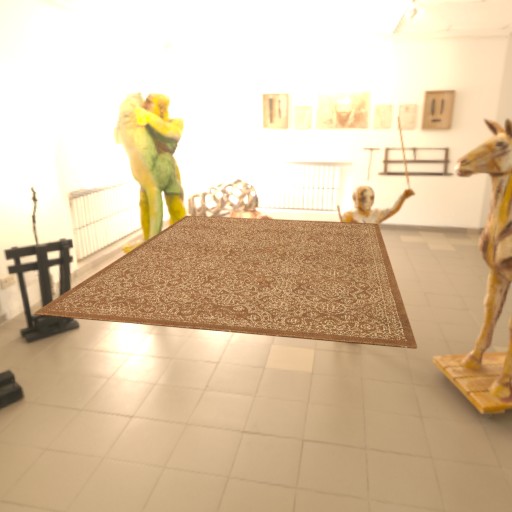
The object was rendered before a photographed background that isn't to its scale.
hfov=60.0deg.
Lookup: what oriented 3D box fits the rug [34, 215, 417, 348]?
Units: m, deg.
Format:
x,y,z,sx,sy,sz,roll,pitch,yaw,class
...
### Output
x,y,z,sx,sy,sz,roll,pitch,yaw,class
0.000,0.000,4.156,2.441,0.015,3.050,3,18,10,rug
